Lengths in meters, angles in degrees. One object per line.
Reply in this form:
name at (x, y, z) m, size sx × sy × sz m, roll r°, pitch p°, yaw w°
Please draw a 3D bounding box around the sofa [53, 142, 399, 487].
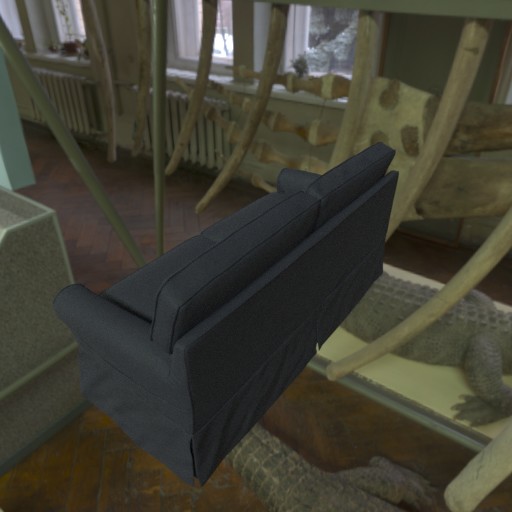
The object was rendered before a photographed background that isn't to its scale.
sofa at (0.000, 0.000, 2.776) m, size 0.983 × 1.094 × 2.256 m, roll 21°, pitch 37°, yaw 30°
